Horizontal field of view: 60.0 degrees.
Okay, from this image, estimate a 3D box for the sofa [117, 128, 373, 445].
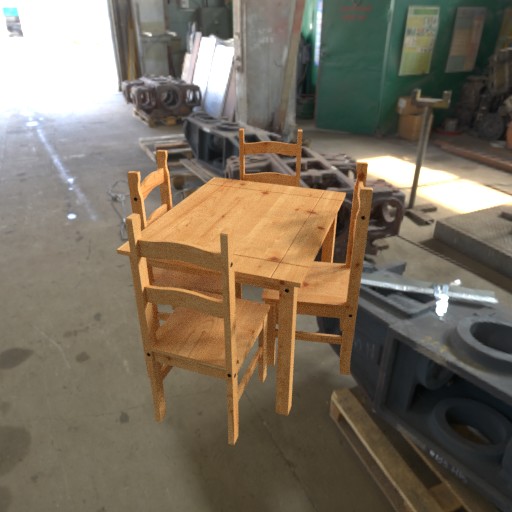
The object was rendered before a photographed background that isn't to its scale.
[{"bbox_3d":[0.000,0.000,2.343,1.144,1.000,1.529,10,30,17],"label":"sofa"}]
